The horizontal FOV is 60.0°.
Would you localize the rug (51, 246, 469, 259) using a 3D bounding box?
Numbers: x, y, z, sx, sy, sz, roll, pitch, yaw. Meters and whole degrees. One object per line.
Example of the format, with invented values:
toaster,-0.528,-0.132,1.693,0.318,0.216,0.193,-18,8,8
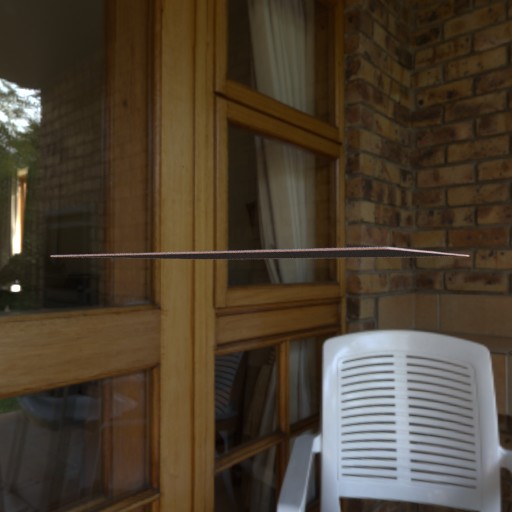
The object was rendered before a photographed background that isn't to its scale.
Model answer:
rug,0.000,0.000,2.316,1.829,0.009,1.219,-1,-2,36
